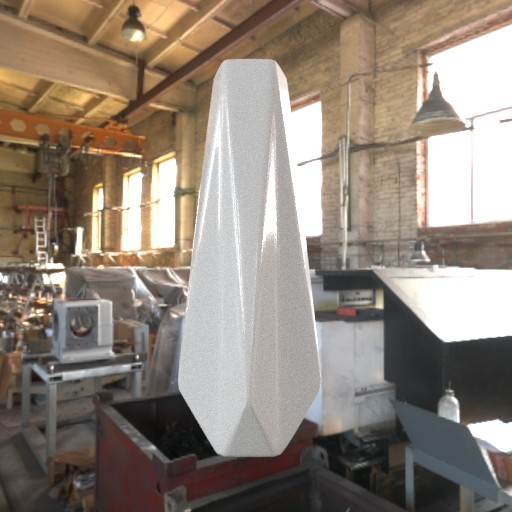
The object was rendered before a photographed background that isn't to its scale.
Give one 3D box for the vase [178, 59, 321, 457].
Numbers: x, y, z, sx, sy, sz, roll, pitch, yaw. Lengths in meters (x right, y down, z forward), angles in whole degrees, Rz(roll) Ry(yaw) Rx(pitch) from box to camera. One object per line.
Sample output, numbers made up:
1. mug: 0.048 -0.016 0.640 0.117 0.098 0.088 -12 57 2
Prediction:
1. vase: 0.000 0.000 0.395 0.116 0.329 0.122 0 -1 18
